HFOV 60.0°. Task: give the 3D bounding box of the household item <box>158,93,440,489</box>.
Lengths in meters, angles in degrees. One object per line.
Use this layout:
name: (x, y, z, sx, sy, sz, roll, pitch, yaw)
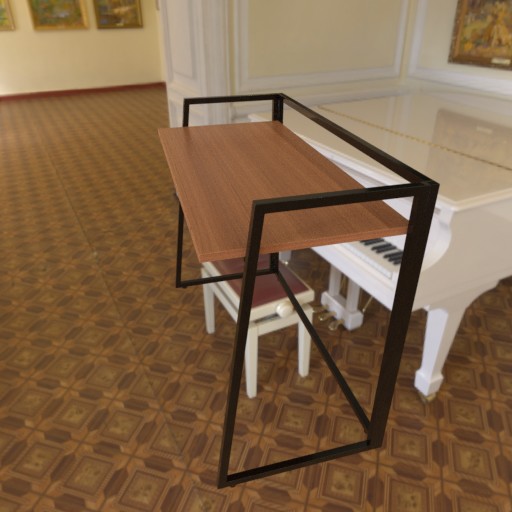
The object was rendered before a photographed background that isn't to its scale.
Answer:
household item: (0.000, 0.000, 1.517, 0.510, 0.860, 1.050, -8, 31, -13)
